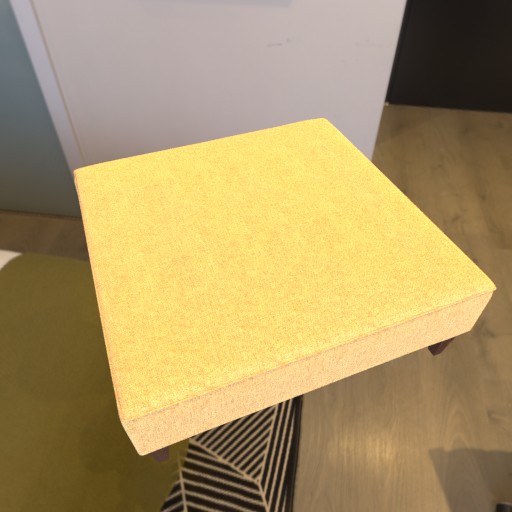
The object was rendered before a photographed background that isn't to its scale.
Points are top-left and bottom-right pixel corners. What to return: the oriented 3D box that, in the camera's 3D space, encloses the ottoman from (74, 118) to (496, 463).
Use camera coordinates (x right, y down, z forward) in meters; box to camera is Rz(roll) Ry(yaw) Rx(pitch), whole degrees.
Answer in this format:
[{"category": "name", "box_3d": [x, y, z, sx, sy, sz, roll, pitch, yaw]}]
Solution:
[{"category": "ottoman", "box_3d": [0.000, 0.000, 1.439, 0.981, 0.378, 0.970, -16, 48, -15]}]
